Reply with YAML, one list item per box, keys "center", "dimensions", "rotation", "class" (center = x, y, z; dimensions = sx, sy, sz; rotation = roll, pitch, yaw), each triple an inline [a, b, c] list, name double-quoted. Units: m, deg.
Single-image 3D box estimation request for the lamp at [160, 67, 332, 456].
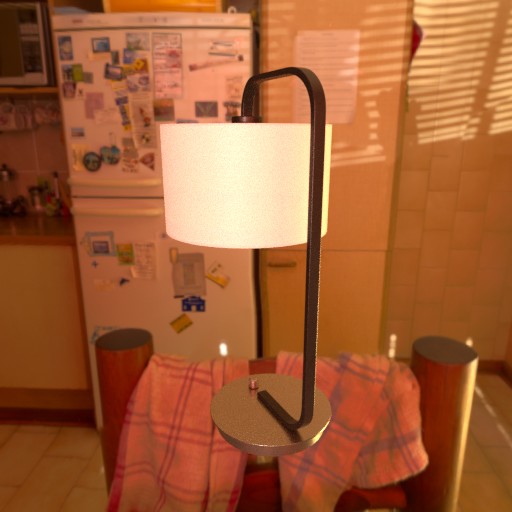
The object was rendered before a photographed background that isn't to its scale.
- center: [0.000, 0.000, 0.625]
  dimensions: [0.230, 0.473, 0.288]
  rotation: [-8, 17, -26]
  class: "lamp"
